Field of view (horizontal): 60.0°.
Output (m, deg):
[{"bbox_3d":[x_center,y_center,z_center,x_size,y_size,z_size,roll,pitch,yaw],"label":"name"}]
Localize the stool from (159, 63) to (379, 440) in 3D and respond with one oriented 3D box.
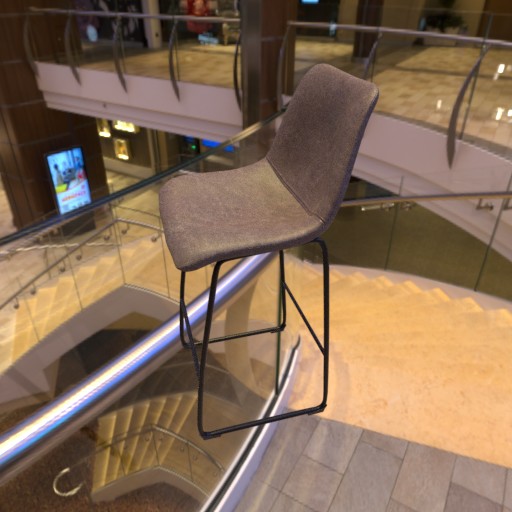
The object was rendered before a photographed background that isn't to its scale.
[{"bbox_3d":[0.000,0.000,1.423,0.561,1.082,0.514,-8,33,-13],"label":"stool"}]
